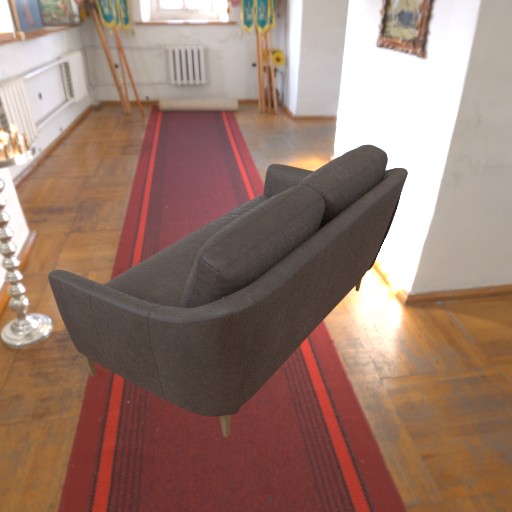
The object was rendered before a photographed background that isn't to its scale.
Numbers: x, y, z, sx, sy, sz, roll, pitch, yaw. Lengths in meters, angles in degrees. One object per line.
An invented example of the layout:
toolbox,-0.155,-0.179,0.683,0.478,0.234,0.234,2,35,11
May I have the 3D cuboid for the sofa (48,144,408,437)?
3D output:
sofa,0.000,0.000,2.188,0.960,0.902,1.619,21,38,30
